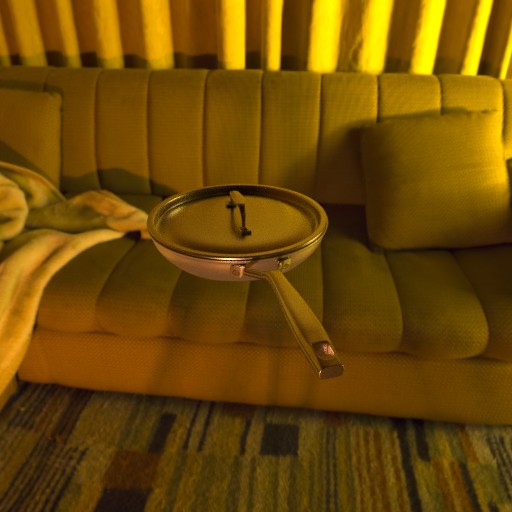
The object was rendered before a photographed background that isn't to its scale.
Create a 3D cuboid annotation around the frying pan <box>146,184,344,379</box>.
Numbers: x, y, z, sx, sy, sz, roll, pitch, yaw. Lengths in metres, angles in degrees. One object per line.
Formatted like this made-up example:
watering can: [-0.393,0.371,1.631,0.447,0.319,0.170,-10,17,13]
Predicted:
frying pan: [0.000,0.000,0.588,0.272,0.086,0.490,-7,30,-13]
